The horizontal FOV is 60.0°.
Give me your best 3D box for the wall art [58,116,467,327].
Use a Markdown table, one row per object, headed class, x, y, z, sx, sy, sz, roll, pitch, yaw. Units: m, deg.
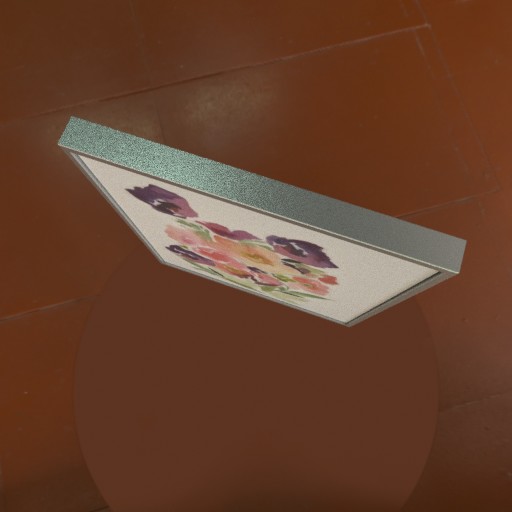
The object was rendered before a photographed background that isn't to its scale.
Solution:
| class | x | y | z | sx | sy | sz | roll | pitch | yaw |
| --- | --- | --- | --- | --- | --- | --- | --- | --- | --- |
| wall art | 0.000 | 0.000 | 0.742 | 0.452 | 0.549 | 0.038 | 18 | 76 | 5 |
